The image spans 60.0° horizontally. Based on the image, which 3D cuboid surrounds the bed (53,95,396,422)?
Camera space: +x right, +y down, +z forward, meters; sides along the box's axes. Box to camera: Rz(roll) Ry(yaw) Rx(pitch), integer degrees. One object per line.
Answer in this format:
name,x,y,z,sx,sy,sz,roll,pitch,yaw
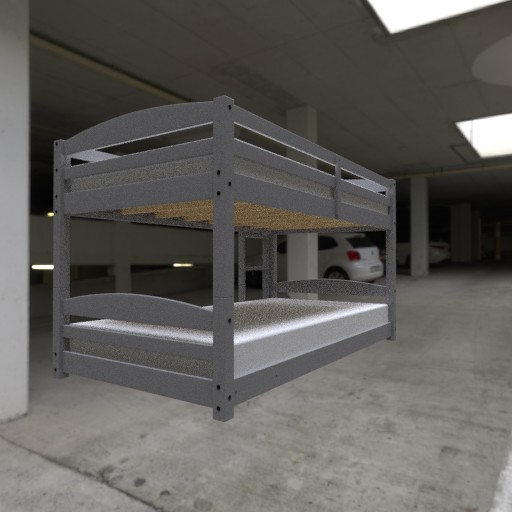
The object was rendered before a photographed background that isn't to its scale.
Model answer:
bed,0.000,0.000,2.715,1.105,1.206,2.013,0,-1,34
